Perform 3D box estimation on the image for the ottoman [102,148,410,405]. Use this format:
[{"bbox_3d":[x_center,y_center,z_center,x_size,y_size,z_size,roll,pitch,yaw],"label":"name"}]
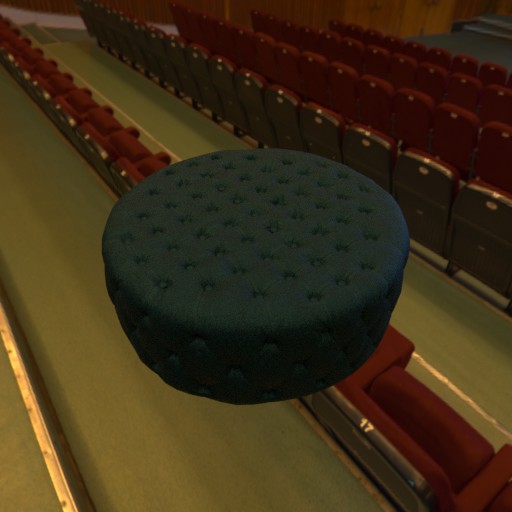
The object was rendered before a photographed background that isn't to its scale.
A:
[{"bbox_3d":[0.000,0.000,1.550,0.998,0.398,0.998,0,40,0],"label":"ottoman"}]
